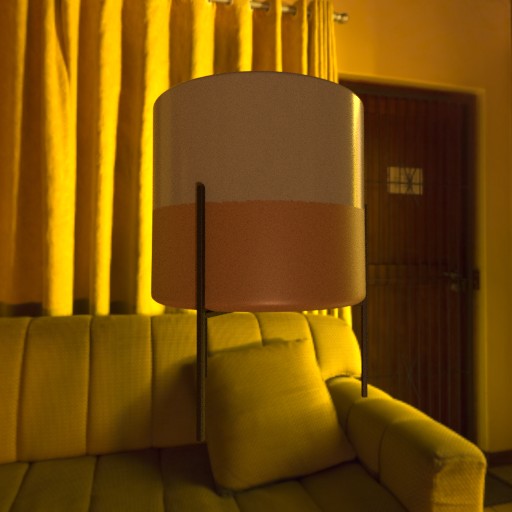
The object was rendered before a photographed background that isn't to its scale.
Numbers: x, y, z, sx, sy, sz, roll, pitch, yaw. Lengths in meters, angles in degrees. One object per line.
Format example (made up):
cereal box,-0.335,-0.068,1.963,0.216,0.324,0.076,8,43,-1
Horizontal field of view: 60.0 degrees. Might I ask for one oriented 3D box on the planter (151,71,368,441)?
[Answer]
planter,0.000,0.000,0.745,0.348,0.480,0.360,1,-1,-36
